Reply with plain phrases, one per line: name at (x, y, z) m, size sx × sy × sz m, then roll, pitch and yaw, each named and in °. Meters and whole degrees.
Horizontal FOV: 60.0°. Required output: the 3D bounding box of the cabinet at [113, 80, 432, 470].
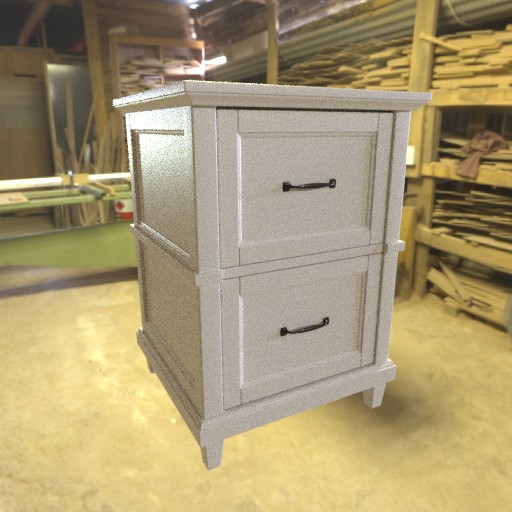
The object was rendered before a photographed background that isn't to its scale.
cabinet at (0.000, 0.000, 1.142) m, size 0.544 × 0.775 × 0.547 m, roll -8°, pitch 18°, yaw -27°
